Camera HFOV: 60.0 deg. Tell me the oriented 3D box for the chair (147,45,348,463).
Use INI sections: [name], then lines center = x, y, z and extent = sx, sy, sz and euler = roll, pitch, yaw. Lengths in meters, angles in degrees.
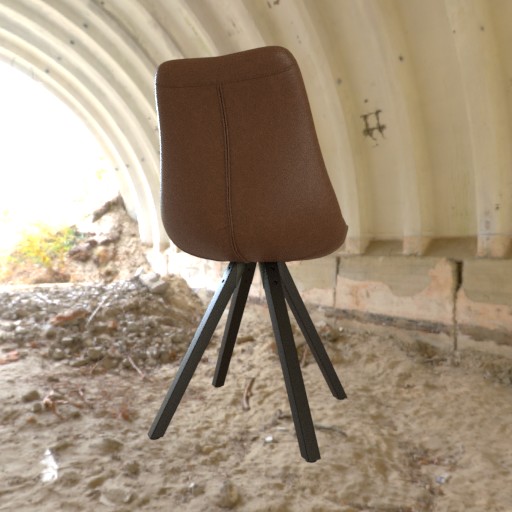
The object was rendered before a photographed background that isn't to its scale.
[chair]
center = 0.000, 0.000, 1.172
extent = 0.475, 0.850, 0.550
euler = 0, 1, 18
